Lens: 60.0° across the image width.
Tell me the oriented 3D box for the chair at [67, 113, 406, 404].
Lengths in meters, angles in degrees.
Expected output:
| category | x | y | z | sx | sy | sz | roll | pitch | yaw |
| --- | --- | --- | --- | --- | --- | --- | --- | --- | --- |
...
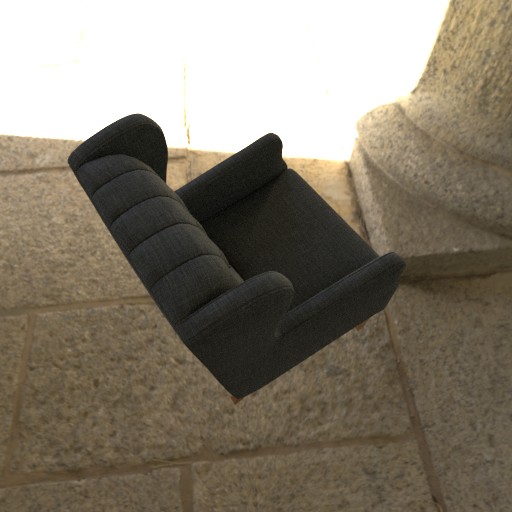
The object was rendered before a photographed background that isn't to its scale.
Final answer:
| category | x | y | z | sx | sy | sz | roll | pitch | yaw |
| --- | --- | --- | --- | --- | --- | --- | --- | --- | --- |
| chair | 0.000 | 0.000 | 1.499 | 0.775 | 0.953 | 0.711 | -31 | 64 | -17 |
